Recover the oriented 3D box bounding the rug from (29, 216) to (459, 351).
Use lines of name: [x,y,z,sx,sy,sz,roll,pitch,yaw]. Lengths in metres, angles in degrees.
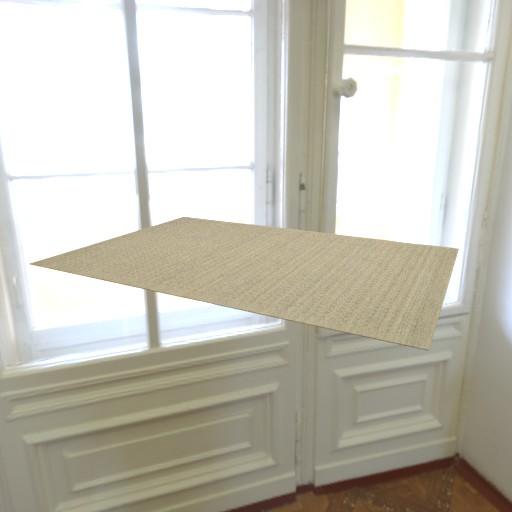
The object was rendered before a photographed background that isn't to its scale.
rug: [0.000,0.000,3.599,2.895,0.006,1.981,9,19,26]
